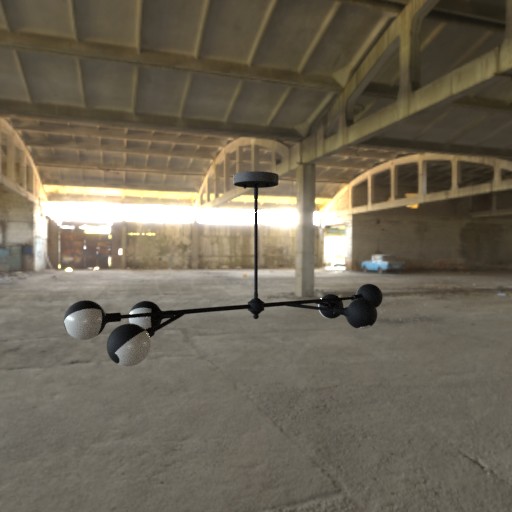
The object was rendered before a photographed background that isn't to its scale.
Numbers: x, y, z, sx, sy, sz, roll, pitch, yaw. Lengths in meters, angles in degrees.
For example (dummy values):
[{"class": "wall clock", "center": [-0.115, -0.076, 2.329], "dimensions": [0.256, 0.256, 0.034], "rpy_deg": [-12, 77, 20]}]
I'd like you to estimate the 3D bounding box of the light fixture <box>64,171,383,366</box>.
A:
[{"class": "light fixture", "center": [0.000, 0.000, 0.997], "dimensions": [0.778, 0.362, 0.434], "rpy_deg": [0, 1, -18]}]
